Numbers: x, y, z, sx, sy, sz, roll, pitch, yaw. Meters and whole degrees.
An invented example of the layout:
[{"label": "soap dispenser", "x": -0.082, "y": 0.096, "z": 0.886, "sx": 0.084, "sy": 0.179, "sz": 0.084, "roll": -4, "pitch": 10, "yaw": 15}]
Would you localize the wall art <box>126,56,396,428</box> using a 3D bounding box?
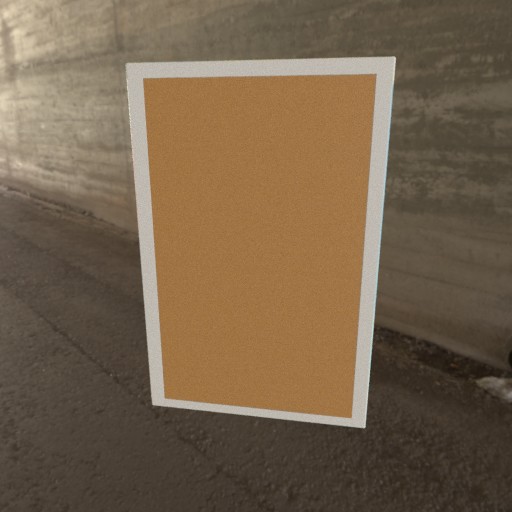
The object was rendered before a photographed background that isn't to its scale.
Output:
[{"label": "wall art", "x": 0.000, "y": 0.000, "z": 0.751, "sx": 0.401, "sy": 0.610, "sz": 0.038, "roll": 3, "pitch": 17, "yaw": 9}]
